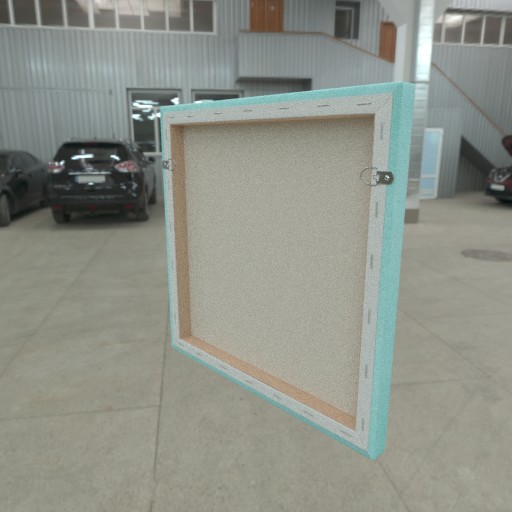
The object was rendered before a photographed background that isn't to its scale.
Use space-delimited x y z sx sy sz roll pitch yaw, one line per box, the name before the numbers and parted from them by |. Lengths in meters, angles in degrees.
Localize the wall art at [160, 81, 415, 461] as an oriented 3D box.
wall art | 0.000 0.000 1.133 0.054 0.766 0.765 -14 20 -43
